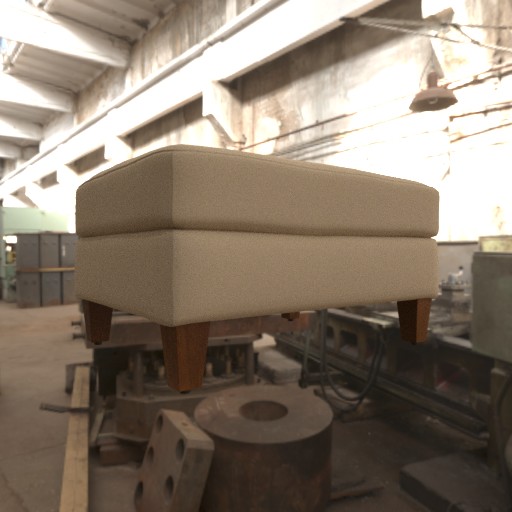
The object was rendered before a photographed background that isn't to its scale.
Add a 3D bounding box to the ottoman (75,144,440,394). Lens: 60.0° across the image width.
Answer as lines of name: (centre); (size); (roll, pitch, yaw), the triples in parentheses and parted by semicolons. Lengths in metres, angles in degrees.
ottoman: (0.000, 0.000, 1.214); (0.818, 0.485, 0.634); (0, 1, -37)
